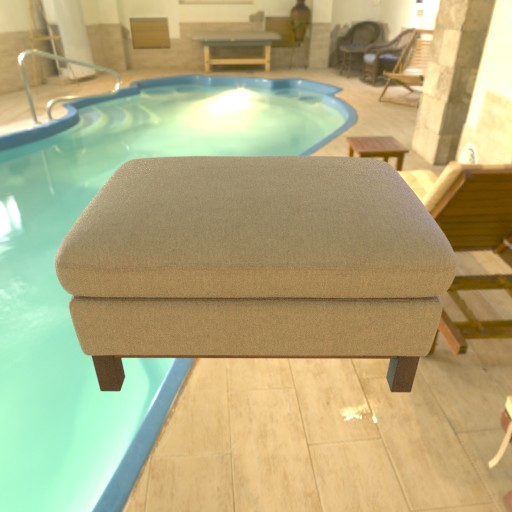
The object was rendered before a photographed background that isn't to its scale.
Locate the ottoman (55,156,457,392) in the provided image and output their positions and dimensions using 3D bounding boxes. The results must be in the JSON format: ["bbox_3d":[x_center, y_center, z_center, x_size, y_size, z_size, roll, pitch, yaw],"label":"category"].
[{"bbox_3d":[0.000,0.000,1.051,0.735,0.404,0.528,0,31,0],"label":"ottoman"}]
